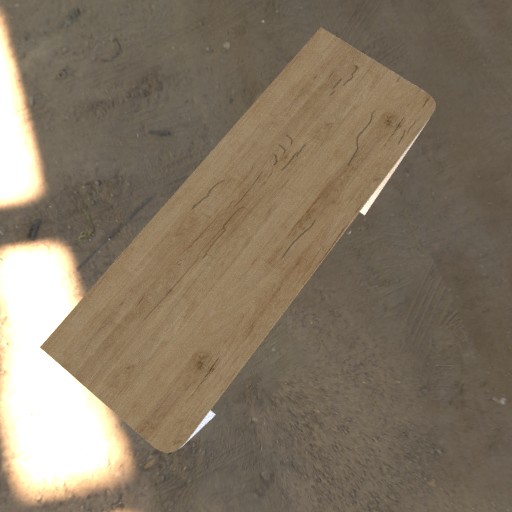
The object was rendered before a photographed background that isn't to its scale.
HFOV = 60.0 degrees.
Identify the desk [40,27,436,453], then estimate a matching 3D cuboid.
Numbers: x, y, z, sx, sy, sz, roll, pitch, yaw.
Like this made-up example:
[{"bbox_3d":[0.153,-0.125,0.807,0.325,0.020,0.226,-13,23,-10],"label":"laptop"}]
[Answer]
[{"bbox_3d":[0.000,0.000,1.451,0.390,0.760,1.100,37,78,9],"label":"desk"}]
